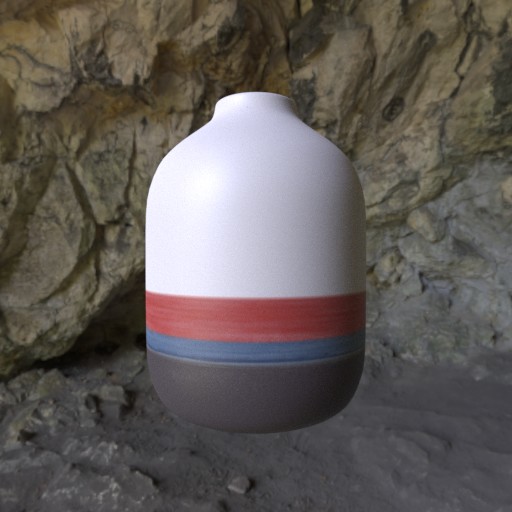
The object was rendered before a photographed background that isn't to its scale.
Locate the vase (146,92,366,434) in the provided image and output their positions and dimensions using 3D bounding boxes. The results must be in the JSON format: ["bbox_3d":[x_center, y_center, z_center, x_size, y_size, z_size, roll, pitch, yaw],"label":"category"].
[{"bbox_3d":[0.000,0.000,0.351,0.169,0.237,0.169,0,0,0],"label":"vase"}]
